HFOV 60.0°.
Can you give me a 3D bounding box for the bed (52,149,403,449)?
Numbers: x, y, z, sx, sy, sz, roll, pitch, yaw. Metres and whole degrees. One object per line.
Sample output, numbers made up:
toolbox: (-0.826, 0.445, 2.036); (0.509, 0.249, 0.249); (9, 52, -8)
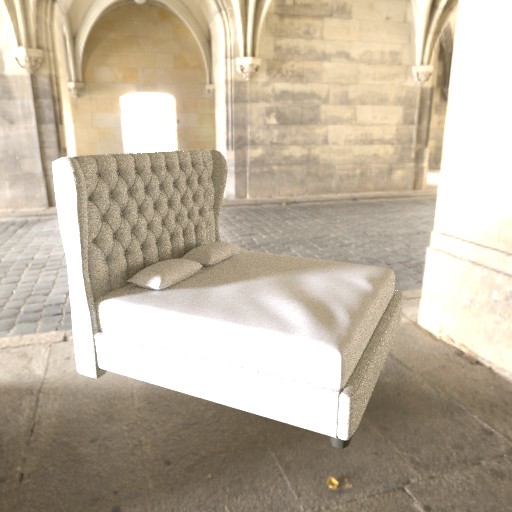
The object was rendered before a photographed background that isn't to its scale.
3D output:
bed: (0.000, 0.000, 3.939); (2.347, 1.771, 2.219); (7, 17, 25)
